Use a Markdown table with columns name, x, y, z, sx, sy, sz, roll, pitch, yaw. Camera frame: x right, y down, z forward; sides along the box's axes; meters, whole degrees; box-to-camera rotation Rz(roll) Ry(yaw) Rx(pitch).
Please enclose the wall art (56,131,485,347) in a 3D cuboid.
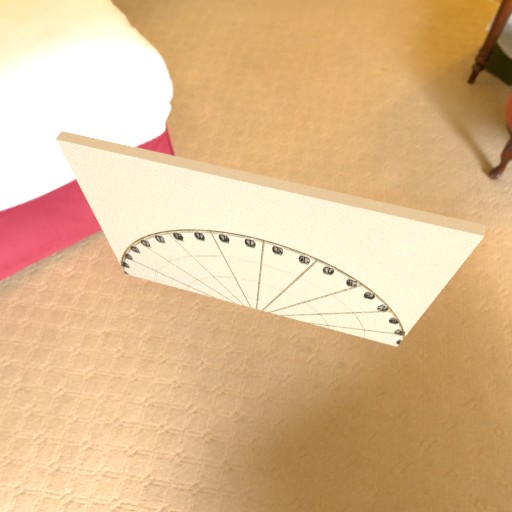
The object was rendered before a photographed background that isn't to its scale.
| name | x | y | z | sx | sy | sz | roll | pitch | yaw |
| --- | --- | --- | --- | --- | --- | --- | --- | --- | --- |
| wall art | 0.000 | 0.000 | 1.475 | 1.144 | 0.767 | 0.038 | 14 | 60 | 8 |
